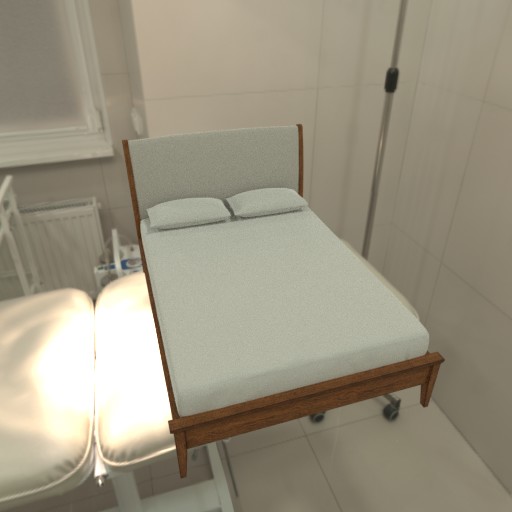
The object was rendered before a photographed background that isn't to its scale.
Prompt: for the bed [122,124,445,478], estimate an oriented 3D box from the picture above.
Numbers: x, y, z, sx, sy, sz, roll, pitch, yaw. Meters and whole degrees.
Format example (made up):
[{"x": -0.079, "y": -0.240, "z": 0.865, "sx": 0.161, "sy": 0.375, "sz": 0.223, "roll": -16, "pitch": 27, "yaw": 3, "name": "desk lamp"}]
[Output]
[{"x": 0.000, "y": 0.000, "z": 2.985, "sx": 1.502, "sy": 1.135, "sz": 2.108, "roll": -10, "pitch": 33, "yaw": -15, "name": "bed"}]
